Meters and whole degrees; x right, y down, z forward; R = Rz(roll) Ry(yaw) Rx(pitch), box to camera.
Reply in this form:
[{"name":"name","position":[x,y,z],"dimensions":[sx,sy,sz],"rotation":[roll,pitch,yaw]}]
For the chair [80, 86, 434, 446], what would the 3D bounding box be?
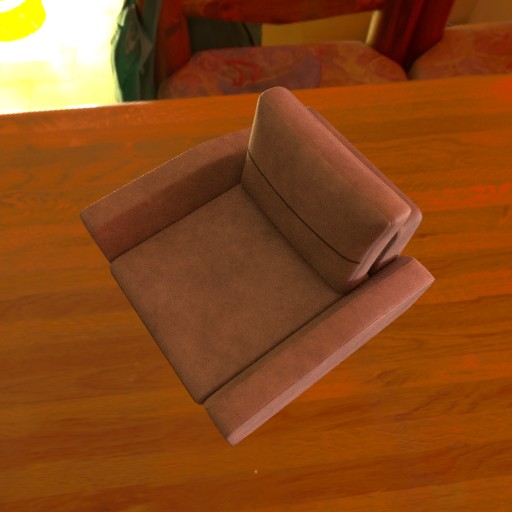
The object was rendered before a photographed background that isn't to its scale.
[{"name":"chair","position":[0.000,0.000,1.580],"dimensions":[0.900,0.800,0.900],"rotation":[-34,69,-15]}]
